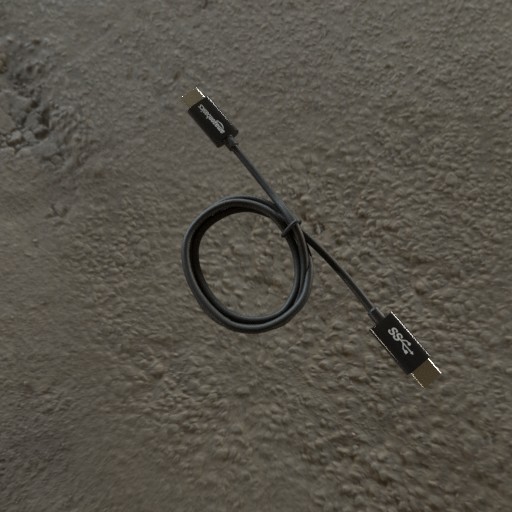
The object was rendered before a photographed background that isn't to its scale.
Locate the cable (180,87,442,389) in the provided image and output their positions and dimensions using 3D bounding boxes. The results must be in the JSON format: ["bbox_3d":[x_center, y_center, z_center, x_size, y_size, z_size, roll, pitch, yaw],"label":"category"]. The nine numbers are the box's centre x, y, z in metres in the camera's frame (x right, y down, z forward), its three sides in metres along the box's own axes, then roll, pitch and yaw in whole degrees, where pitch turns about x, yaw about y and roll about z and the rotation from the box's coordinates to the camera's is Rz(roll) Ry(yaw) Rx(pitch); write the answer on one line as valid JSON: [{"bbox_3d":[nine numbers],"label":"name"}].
[{"bbox_3d":[0.000,0.000,0.208,0.070,0.014,0.186,-37,78,-9],"label":"cable"}]
